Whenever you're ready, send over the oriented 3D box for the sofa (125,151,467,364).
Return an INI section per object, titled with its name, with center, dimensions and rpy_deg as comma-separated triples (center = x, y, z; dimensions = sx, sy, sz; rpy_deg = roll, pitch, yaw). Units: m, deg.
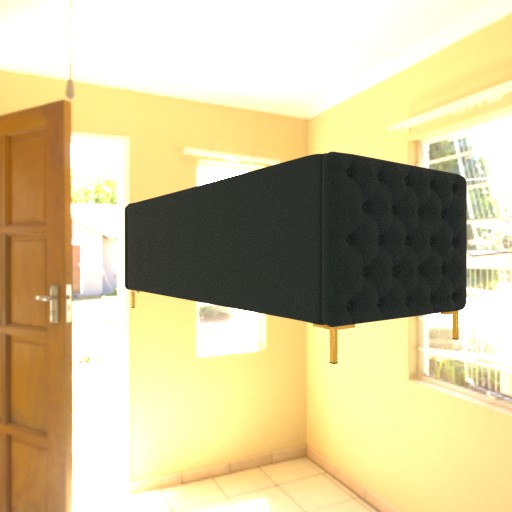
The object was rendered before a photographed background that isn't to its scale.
[sofa]
center = 0.000, 0.000, 2.678
dimensions = 0.895, 0.771, 2.209
rpy_deg = 0, 0, -35
